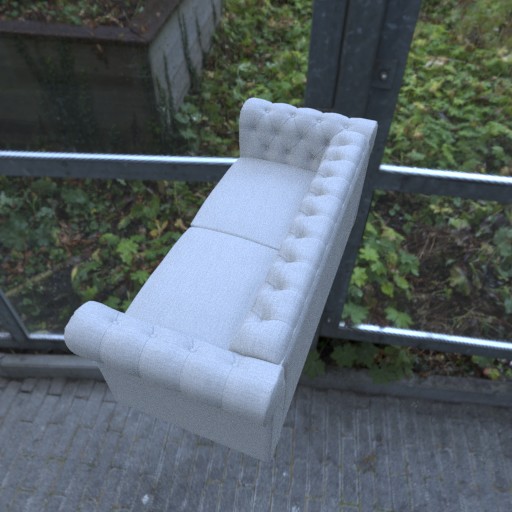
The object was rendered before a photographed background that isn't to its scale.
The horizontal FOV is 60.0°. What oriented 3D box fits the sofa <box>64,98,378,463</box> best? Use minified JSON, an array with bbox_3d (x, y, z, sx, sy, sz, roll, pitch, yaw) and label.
[{"bbox_3d":[0.000,0.000,2.248,0.783,0.797,1.798,16,49,14],"label":"sofa"}]
